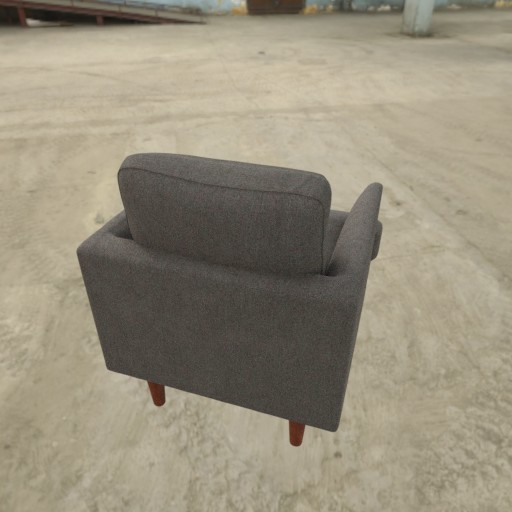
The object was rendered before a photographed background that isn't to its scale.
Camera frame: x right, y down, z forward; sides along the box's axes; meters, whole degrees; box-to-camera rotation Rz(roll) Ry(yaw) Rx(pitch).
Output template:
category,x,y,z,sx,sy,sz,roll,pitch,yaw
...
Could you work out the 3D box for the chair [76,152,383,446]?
category,x,y,z,sx,sy,sz,roll,pitch,yaw
chair,0.000,0.000,1.644,0.858,0.957,0.899,10,35,15
